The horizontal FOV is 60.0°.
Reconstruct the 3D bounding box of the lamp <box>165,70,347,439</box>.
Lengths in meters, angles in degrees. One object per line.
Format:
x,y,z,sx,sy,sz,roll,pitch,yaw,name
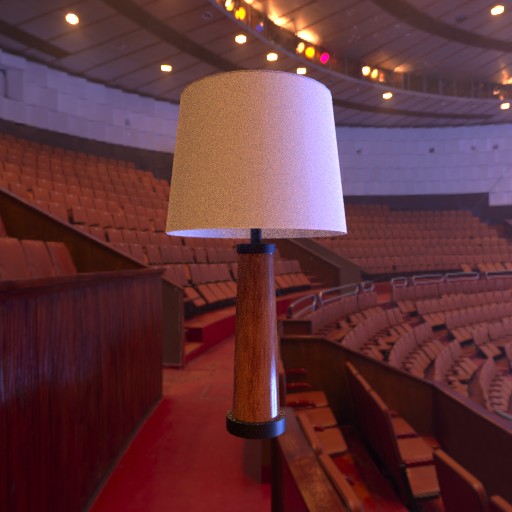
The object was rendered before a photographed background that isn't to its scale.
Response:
0.000,0.000,0.864,0.349,0.667,0.349,0,0,0,lamp
